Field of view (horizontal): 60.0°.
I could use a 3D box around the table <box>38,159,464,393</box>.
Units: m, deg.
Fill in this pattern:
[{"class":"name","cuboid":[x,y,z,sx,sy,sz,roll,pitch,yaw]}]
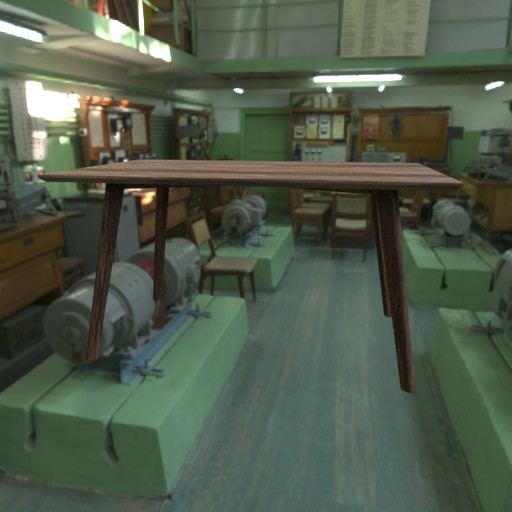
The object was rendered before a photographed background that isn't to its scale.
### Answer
[{"class":"table","cuboid":[0.000,0.000,1.851,1.349,0.724,0.801,3,16,10]}]
